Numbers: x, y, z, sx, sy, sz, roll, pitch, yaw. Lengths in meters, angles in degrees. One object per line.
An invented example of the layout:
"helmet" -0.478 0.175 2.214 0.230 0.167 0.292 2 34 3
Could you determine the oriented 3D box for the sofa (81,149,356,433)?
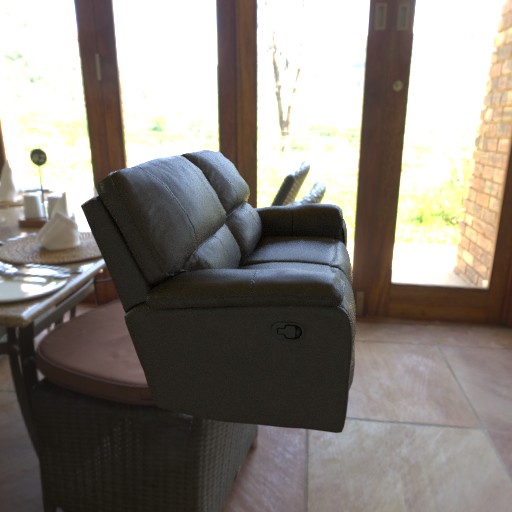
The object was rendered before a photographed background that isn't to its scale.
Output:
"sofa" 0.000 0.000 2.470 1.104 1.111 1.765 3 17 10
